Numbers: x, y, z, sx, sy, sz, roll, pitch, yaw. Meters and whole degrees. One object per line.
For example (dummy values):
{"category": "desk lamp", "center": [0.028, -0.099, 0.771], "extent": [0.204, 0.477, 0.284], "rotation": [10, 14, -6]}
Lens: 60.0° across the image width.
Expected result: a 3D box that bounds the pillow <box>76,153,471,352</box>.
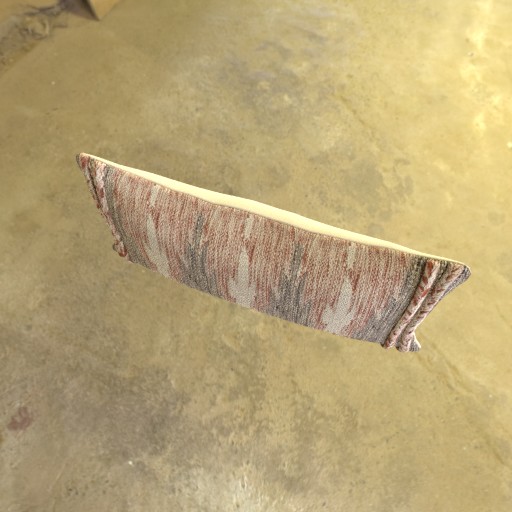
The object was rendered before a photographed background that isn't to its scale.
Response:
{"category": "pillow", "center": [0.000, 0.000, 0.755], "extent": [0.635, 0.282, 0.139], "rotation": [17, 58, 11]}
